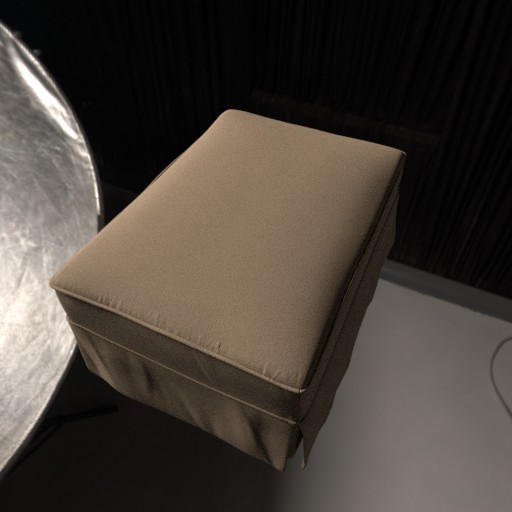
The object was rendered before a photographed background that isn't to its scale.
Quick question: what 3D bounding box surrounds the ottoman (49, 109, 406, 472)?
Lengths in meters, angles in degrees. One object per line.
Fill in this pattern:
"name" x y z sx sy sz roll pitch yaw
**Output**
"ottoman" 0.000 0.000 1.345 0.721 0.482 0.959 19 50 17
